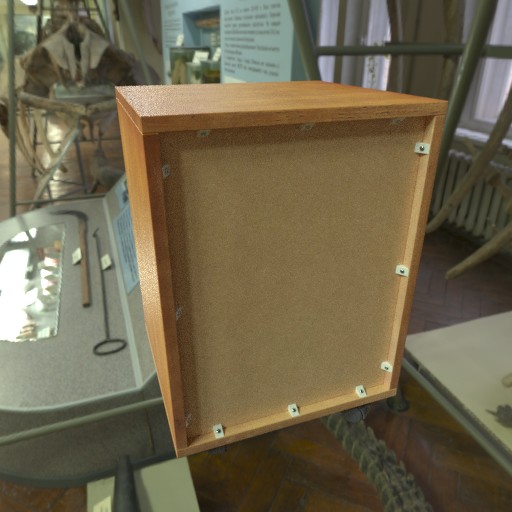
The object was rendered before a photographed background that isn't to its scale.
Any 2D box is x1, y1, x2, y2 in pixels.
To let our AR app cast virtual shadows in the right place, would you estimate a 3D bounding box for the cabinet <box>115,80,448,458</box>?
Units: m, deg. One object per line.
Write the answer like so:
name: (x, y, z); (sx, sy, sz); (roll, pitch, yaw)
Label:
cabinet: (0.000, 0.000, 0.831); (0.409, 0.579, 0.401); (-9, 27, -18)
